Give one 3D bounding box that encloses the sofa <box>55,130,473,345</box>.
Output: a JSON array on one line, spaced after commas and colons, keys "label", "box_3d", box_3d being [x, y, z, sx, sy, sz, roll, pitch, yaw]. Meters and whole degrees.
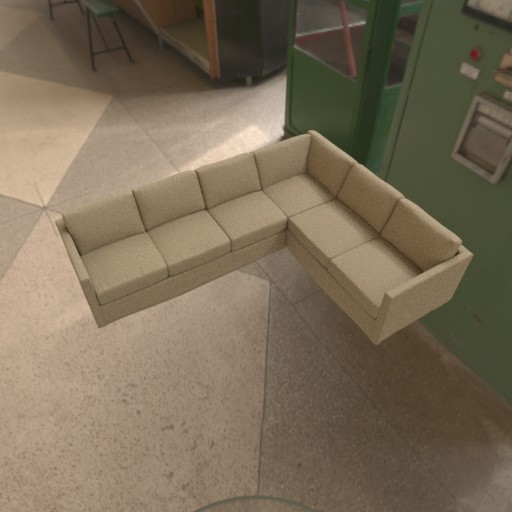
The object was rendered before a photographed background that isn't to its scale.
[{"label": "sofa", "box_3d": [0.000, 0.000, 4.356, 3.182, 0.871, 2.432, -23, 50, -21]}]
